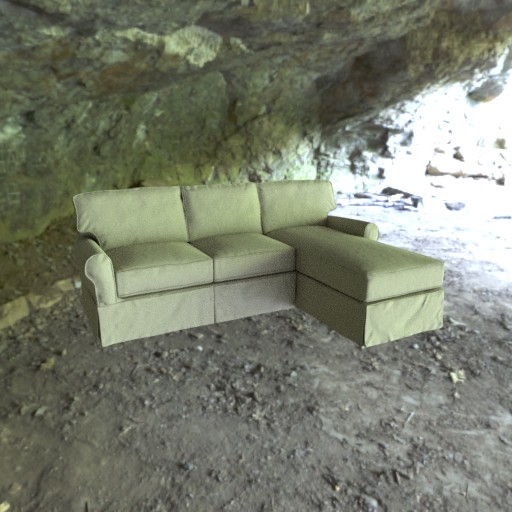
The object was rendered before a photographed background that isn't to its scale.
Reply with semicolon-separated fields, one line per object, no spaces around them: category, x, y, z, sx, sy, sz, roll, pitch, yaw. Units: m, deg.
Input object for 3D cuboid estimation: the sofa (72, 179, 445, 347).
sofa;0.000;0.000;3.398;2.475;0.978;1.733;-8;17;-26
